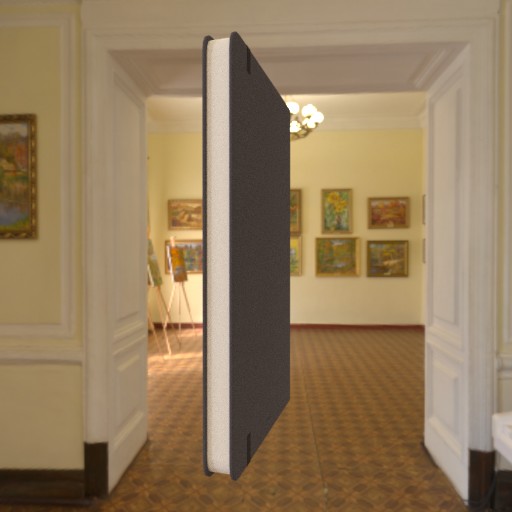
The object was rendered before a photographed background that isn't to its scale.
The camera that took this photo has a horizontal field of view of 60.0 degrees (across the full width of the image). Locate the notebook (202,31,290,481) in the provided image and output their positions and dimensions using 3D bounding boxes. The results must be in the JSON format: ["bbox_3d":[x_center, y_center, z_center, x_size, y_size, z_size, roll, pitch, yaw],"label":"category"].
[{"bbox_3d":[0.000,0.000,0.266,0.016,0.213,0.127,0,1,16],"label":"notebook"}]
